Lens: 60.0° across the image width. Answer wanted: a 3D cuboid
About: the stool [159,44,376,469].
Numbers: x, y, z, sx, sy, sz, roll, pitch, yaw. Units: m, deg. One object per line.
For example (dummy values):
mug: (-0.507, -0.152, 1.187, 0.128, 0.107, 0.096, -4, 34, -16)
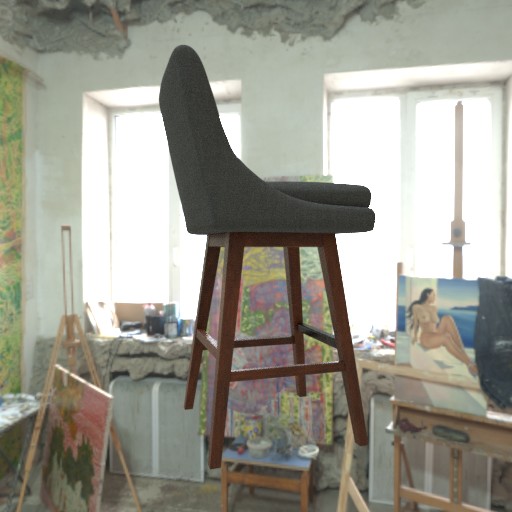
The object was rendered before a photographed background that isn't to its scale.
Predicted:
stool: (0.000, 0.000, 1.262, 0.524, 0.977, 0.447, 0, 1, -18)
